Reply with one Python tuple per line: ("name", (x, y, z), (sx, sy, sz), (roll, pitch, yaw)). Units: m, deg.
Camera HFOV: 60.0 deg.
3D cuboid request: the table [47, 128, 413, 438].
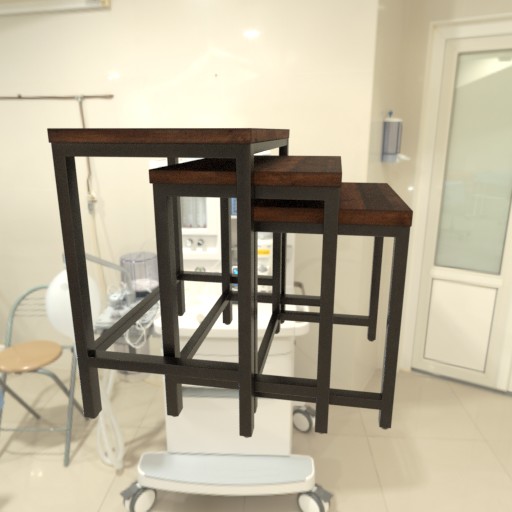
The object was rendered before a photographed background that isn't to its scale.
("table", (0.000, 0.000, 1.117), (0.660, 0.616, 0.608), (3, 16, 10))
